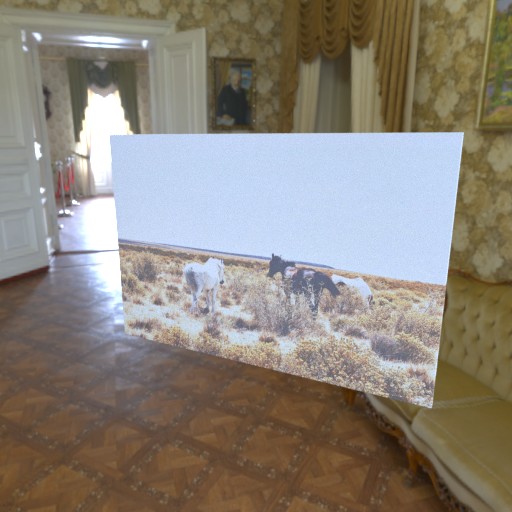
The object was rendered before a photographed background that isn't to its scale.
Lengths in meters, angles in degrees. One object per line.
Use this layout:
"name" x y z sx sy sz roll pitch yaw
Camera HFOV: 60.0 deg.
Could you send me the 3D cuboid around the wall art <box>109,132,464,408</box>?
"wall art" 0.000 0.000 1.911 1.520 1.016 0.051 7 16 25
